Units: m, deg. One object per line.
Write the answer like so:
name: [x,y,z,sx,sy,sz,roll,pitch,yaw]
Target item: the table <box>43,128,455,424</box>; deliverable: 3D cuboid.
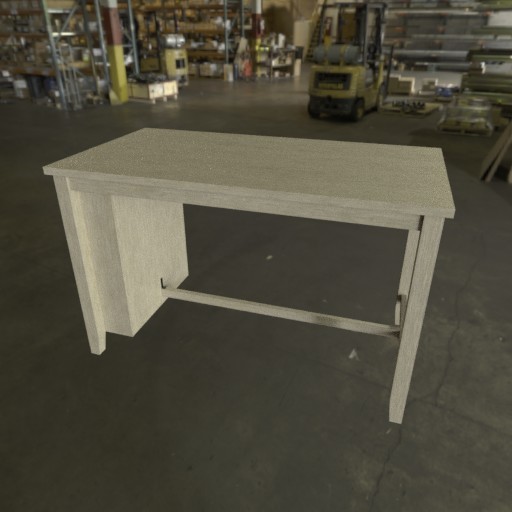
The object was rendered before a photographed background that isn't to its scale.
table: [0.000,0.000,1.935,1.397,0.874,0.729,8,29,15]
